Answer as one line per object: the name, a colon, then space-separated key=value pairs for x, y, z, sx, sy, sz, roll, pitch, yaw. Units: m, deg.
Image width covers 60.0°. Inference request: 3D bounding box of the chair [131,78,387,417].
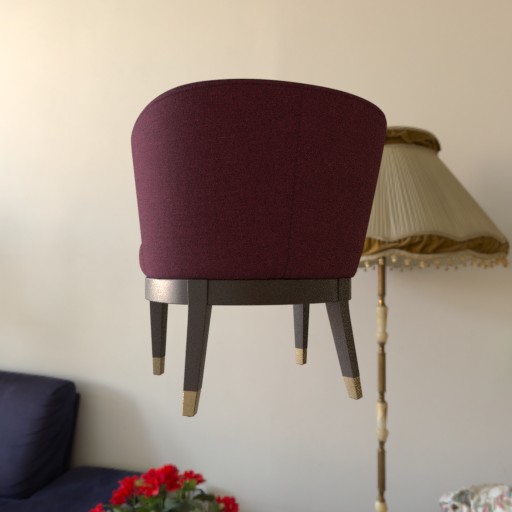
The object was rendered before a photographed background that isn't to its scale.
chair: x=0.000 y=0.000 z=1.282 sx=0.700 sy=0.760 sz=0.660 roll=0 pitch=-2 yaw=-18
